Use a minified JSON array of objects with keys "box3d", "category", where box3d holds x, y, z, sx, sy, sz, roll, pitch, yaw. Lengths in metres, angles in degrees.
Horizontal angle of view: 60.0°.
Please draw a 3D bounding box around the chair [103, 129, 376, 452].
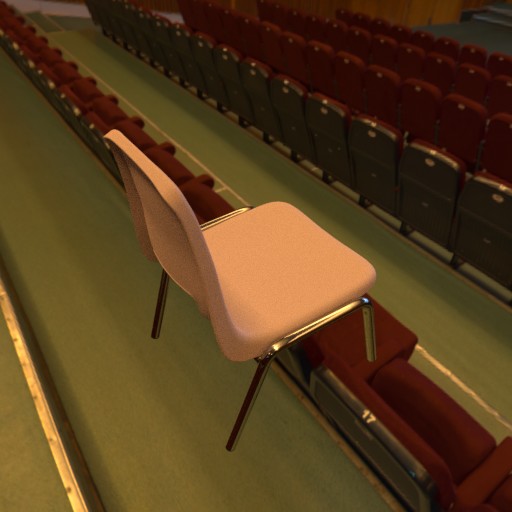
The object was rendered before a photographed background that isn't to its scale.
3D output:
[{"box3d":[0.000,0.000,0.795,0.385,0.537,0.354,-25,47,-26],"category":"chair"}]
